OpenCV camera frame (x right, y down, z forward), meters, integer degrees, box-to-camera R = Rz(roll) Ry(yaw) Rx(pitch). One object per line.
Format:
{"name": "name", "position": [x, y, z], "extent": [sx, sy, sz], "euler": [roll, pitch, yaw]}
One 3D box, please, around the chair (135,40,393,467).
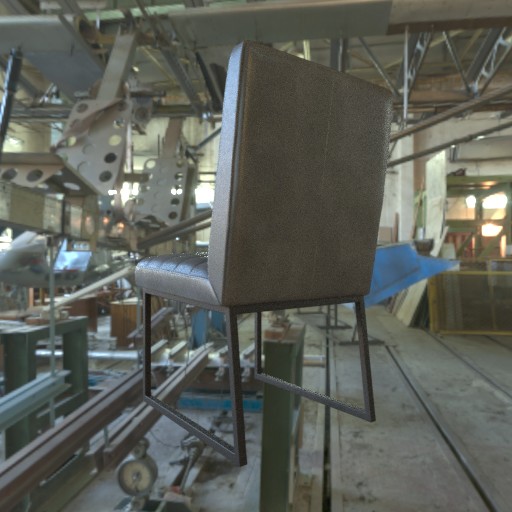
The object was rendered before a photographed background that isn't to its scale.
{"name": "chair", "position": [0.000, 0.000, 1.318], "extent": [0.520, 0.930, 0.634], "euler": [0, 0, -36]}
